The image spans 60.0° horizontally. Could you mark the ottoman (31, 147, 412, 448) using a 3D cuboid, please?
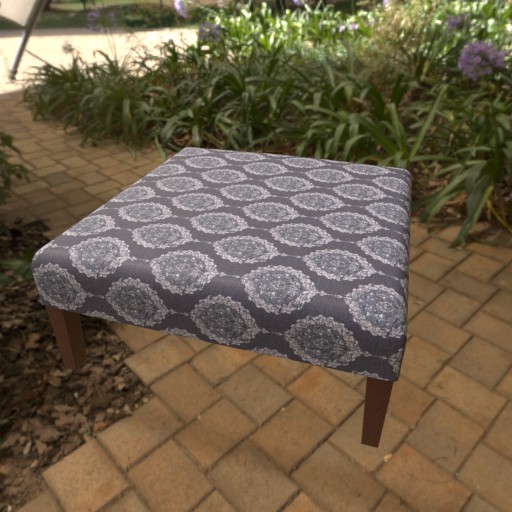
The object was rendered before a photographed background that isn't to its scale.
[{"bbox_3d":[0.000,0.000,1.398,0.890,0.409,0.889,9,33,15],"label":"ottoman"}]
